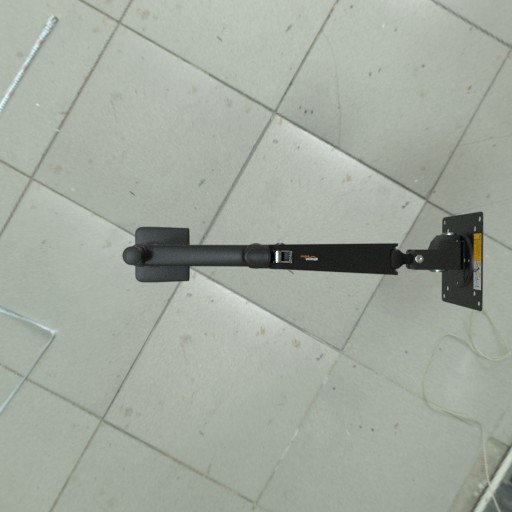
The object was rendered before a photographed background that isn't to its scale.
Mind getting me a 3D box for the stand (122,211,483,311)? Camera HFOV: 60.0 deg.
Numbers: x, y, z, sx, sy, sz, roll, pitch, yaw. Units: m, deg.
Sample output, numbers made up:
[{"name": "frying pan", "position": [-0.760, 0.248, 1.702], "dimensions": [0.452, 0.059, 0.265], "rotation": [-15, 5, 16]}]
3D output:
[{"name": "stand", "position": [0.000, 0.000, 0.998], "dimensions": [0.650, 0.713, 0.152], "rotation": [0, 91, -1]}]
